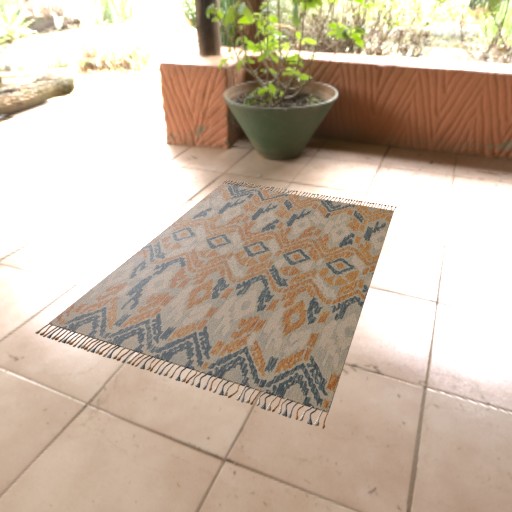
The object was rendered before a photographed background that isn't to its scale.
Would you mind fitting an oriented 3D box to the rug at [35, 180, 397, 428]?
[{"bbox_3d":[0.000,0.000,2.347,1.230,0.008,1.827,12,33,19],"label":"rug"}]
